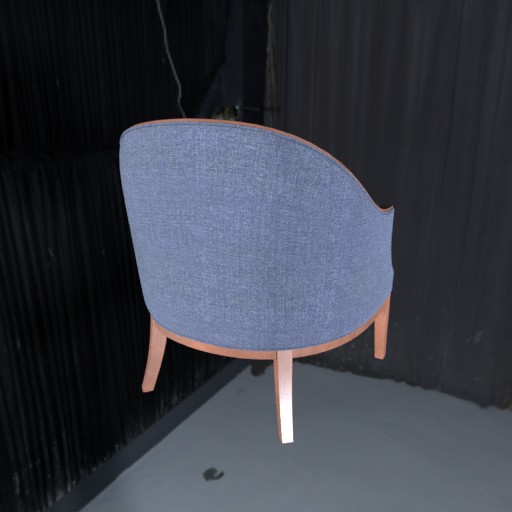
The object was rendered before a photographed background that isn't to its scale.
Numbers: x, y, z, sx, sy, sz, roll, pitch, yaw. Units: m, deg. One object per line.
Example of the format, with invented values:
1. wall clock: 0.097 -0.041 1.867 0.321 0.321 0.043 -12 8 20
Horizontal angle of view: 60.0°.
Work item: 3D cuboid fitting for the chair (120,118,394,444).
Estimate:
1. chair: 0.000 0.000 1.498 0.803 0.876 0.735 9 18 28
